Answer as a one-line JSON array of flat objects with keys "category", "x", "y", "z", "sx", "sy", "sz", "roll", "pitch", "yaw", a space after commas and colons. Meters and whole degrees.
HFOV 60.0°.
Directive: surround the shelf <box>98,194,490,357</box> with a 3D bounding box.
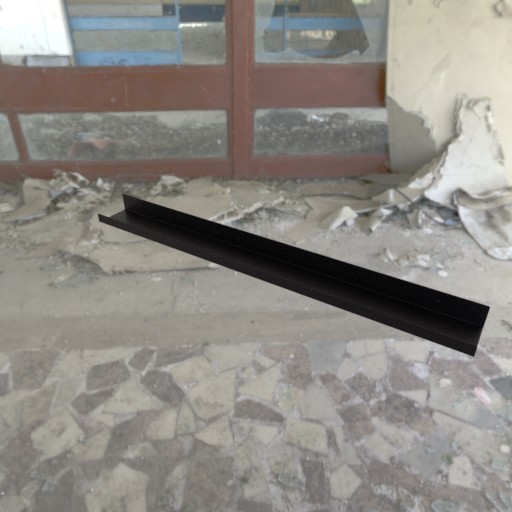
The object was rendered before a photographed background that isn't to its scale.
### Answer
[{"category": "shelf", "x": 0.000, "y": 0.000, "z": 0.975, "sx": 0.924, "sy": 0.049, "sz": 0.092, "roll": 18, "pitch": 36, "yaw": 28}]
